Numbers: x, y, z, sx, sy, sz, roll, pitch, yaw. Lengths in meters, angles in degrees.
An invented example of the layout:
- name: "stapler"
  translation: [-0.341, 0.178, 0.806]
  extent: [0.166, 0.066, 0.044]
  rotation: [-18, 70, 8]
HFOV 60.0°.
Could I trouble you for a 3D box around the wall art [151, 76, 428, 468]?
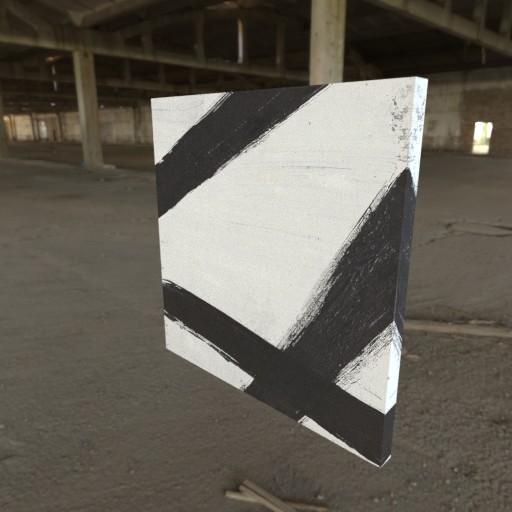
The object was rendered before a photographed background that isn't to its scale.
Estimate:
- name: "wall art"
  translation: [0.000, 0.000, 1.093]
  extent: [0.765, 0.765, 0.046]
  rotation: [15, 22, 42]
